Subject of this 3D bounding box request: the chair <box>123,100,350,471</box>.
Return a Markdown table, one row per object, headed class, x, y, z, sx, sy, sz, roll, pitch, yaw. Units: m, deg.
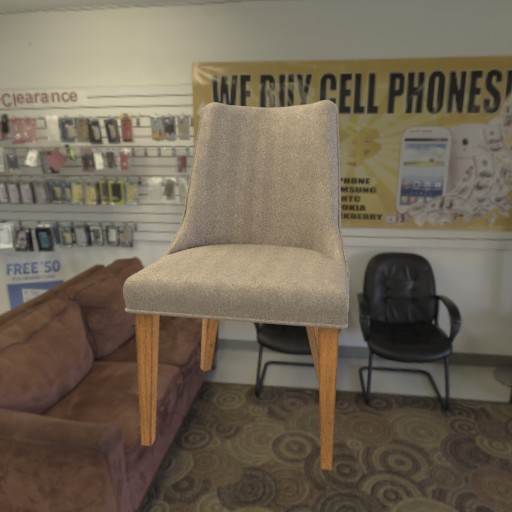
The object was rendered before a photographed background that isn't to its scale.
| class | x | y | z | sx | sy | sz | roll | pitch | yaw |
| --- | --- | --- | --- | --- | --- | --- | --- | --- | --- |
| chair | 0.000 | 0.000 | 1.323 | 0.548 | 0.916 | 0.636 | 3 | 14 | 11 |
